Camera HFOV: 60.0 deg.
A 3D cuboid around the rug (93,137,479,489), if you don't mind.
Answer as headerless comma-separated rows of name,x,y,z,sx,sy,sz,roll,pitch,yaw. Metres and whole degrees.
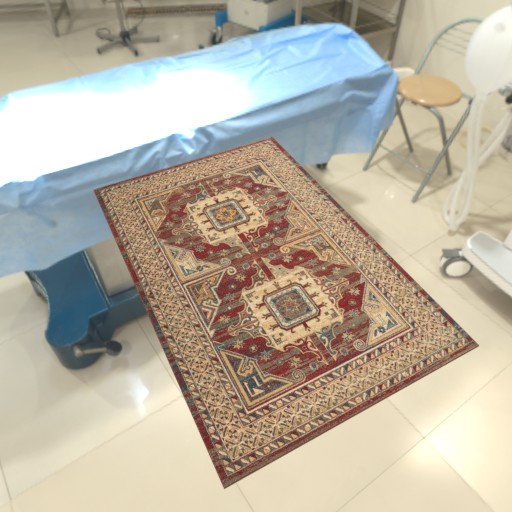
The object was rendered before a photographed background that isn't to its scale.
rug,0.000,0.000,5.675,3.033,0.033,4.578,-21,51,-18
